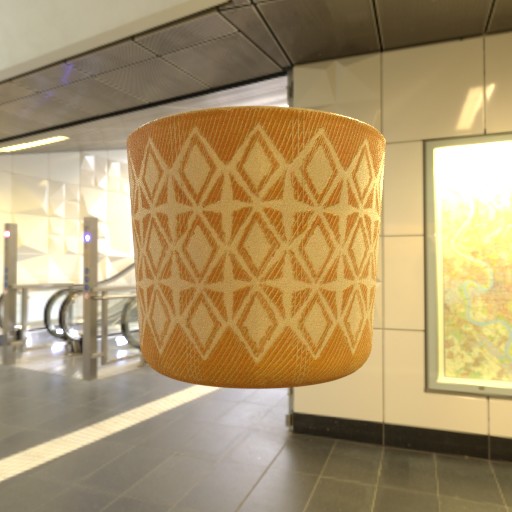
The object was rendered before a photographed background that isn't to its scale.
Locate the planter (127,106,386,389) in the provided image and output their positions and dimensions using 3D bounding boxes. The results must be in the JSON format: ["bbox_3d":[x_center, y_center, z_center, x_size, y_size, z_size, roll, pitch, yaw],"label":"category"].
[{"bbox_3d":[0.000,0.000,0.342,0.193,0.165,0.193,0,-1,0],"label":"planter"}]
